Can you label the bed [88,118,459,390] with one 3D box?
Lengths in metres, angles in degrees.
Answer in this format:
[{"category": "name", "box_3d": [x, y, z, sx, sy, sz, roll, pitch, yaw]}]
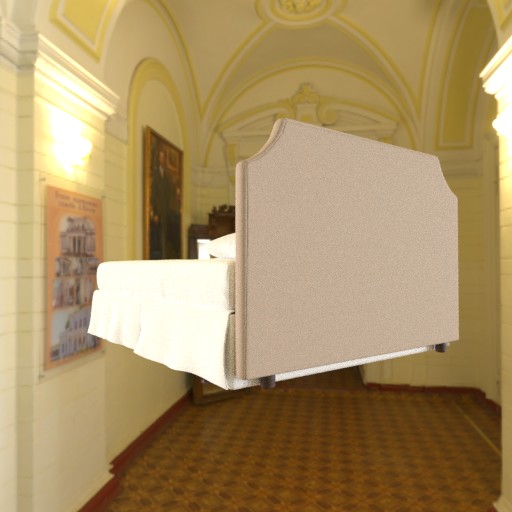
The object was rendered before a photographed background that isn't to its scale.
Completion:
[{"category": "bed", "box_3d": [0.000, 0.000, 4.187, 2.350, 1.590, 2.773, 1, -1, -36]}]
